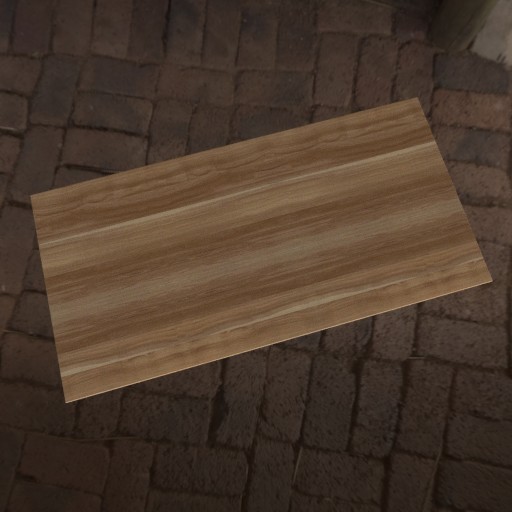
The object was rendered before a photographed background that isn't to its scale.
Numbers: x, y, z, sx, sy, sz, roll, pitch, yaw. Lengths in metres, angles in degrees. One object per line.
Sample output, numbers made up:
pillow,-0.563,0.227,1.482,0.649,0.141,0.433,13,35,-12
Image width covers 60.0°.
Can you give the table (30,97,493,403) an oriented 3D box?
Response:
table,0.000,0.000,2.479,2.000,0.770,1.000,-15,77,-4
